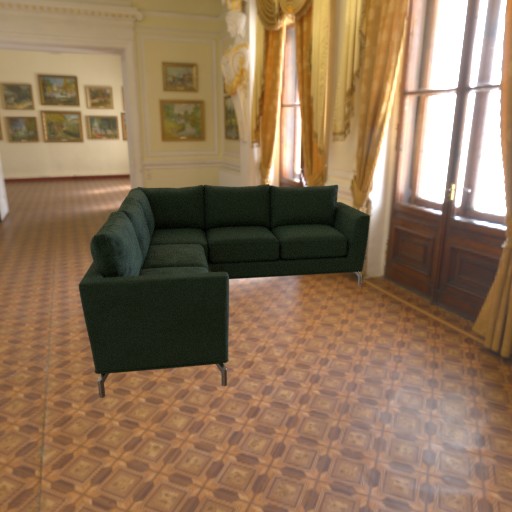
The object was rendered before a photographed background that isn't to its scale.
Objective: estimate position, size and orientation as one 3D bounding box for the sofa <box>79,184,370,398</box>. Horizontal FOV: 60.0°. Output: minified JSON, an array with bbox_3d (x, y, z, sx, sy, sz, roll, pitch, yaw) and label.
[{"bbox_3d":[0.000,0.000,3.888,2.452,1.004,2.468,-3,16,-9],"label":"sofa"}]
